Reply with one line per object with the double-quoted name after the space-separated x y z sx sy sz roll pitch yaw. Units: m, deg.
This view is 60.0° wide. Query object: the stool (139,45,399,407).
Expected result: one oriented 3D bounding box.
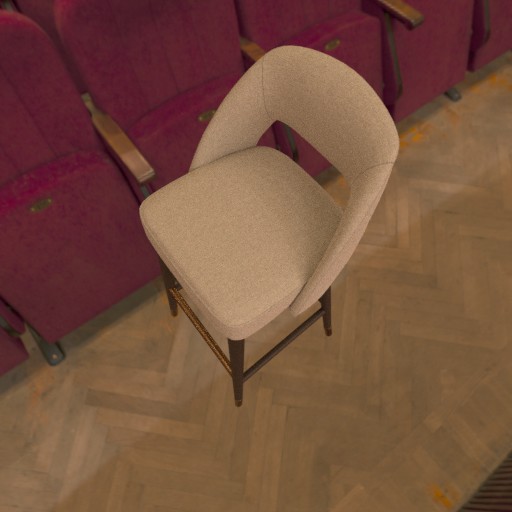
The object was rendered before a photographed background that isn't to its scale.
0.000 0.000 1.288 0.509 1.037 0.494 -34 66 -17 "stool"
